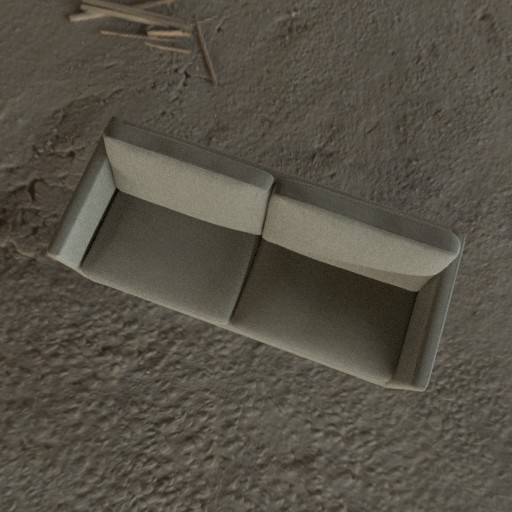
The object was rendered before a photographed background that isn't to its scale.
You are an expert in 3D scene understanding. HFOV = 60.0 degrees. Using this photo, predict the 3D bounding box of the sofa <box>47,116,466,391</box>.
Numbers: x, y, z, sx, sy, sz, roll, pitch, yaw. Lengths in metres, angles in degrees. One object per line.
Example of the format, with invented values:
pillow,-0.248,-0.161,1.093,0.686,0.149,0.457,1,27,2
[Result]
sofa,0.000,0.000,2.736,2.208,0.960,0.956,19,77,5
